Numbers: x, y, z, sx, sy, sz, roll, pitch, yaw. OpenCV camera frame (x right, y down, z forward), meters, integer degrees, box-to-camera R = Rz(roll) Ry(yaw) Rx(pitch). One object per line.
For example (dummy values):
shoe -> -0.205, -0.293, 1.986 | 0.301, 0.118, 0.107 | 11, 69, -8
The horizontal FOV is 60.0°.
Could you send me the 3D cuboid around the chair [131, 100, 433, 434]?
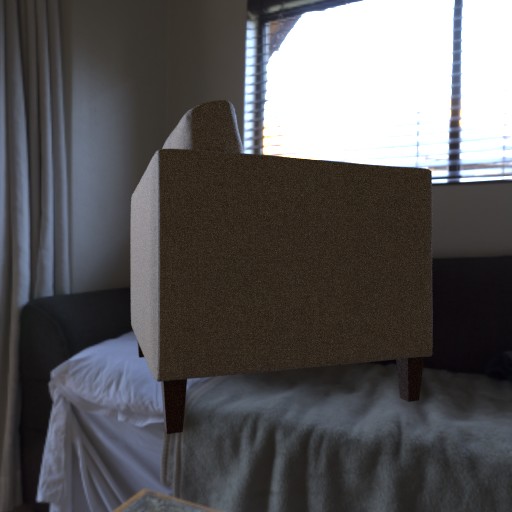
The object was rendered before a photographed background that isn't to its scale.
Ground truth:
chair -> 0.000, 0.000, 1.846 | 0.959, 0.987, 1.107 | 0, 0, -19
